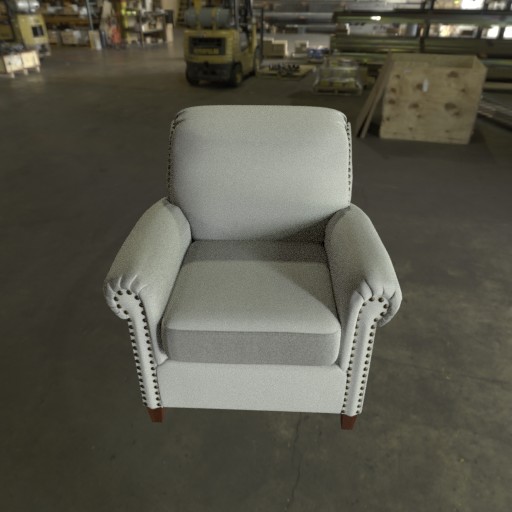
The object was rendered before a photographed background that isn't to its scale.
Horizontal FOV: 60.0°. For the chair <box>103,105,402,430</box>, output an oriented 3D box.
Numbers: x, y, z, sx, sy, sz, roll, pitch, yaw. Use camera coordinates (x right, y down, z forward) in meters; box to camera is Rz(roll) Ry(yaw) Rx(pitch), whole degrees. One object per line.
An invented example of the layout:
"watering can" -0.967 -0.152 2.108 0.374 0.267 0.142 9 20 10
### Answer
"chair" 0.000 0.000 1.627 0.854 0.927 0.890 1 31 2
